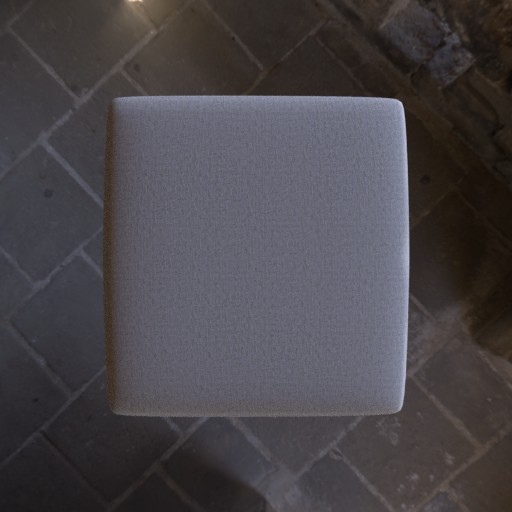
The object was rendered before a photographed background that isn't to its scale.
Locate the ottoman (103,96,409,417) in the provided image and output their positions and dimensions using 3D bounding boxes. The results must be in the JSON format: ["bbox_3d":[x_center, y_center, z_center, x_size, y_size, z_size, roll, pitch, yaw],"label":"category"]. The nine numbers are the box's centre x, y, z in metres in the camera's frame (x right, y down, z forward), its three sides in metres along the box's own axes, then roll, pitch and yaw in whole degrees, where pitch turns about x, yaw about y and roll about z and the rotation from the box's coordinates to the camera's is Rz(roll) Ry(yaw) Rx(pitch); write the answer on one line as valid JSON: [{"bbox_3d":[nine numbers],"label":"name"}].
[{"bbox_3d":[0.000,0.000,1.069,0.648,0.399,0.655,0,90,-1],"label":"ottoman"}]
